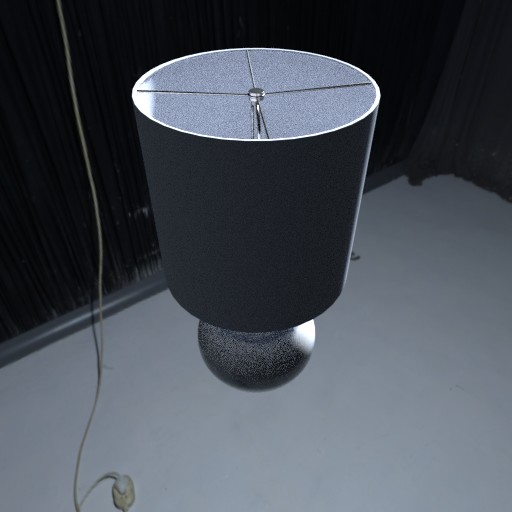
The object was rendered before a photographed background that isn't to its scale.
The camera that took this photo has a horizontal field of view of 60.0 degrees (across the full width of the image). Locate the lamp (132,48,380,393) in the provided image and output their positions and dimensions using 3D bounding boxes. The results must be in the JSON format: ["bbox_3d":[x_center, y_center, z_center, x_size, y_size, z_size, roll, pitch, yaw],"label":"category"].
[{"bbox_3d":[0.000,0.000,0.527,0.216,0.404,0.216,-25,47,-26],"label":"lamp"}]
